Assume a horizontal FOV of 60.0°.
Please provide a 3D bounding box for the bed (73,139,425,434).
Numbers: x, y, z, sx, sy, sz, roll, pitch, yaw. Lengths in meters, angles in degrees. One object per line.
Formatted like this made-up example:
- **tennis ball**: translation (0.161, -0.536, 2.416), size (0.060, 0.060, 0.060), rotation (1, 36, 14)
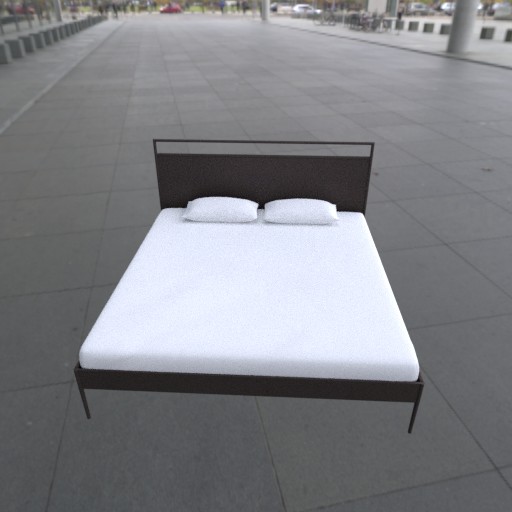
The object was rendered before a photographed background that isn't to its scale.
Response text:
- **bed**: translation (0.000, 0.000, 3.346), size (1.993, 1.173, 2.151), rotation (2, 30, 3)
